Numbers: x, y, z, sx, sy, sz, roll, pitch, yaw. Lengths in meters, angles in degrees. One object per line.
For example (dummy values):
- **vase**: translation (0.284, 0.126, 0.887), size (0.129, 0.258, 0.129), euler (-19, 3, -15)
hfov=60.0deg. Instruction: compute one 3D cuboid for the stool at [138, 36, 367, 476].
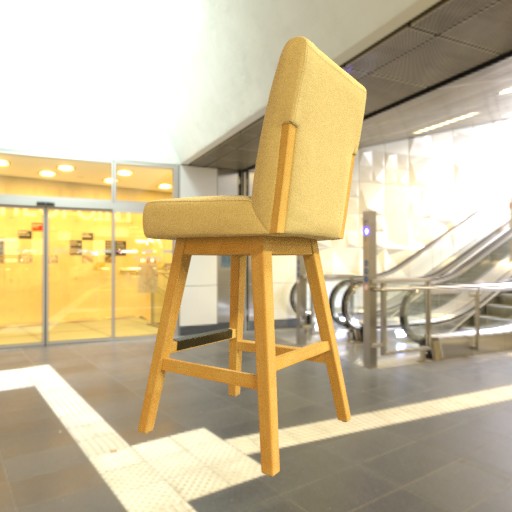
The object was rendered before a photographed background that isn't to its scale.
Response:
- **stool**: translation (0.000, 0.000, 1.306), size (0.543, 1.015, 0.446), euler (0, 0, 35)
